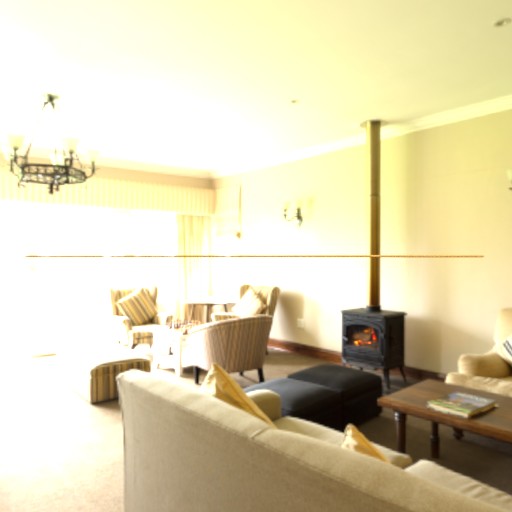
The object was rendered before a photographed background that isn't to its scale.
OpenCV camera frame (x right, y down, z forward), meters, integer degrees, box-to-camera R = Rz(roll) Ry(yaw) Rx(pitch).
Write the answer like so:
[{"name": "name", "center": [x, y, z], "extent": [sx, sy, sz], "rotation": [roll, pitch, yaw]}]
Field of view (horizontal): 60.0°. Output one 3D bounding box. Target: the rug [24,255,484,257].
[{"name": "rug", "center": [0.000, 0.000, 3.992], "extent": [2.945, 0.014, 2.353], "rotation": [0, 0, 1]}]
